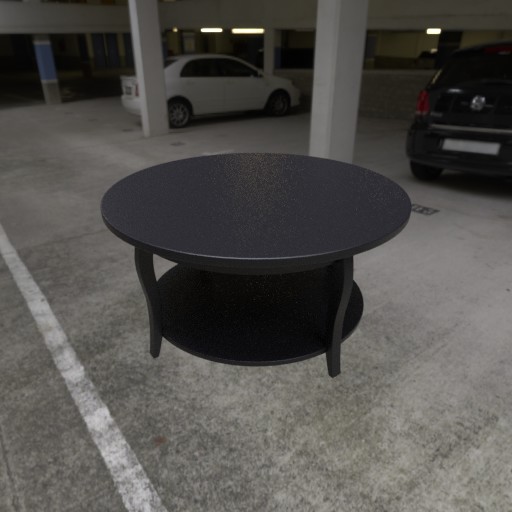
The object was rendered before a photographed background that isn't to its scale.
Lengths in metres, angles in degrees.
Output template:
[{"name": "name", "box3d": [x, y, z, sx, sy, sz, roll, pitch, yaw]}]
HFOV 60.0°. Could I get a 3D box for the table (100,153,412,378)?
[{"name": "table", "box3d": [0.000, 0.000, 1.467, 0.914, 0.457, 0.914, 0, 27, 0]}]
